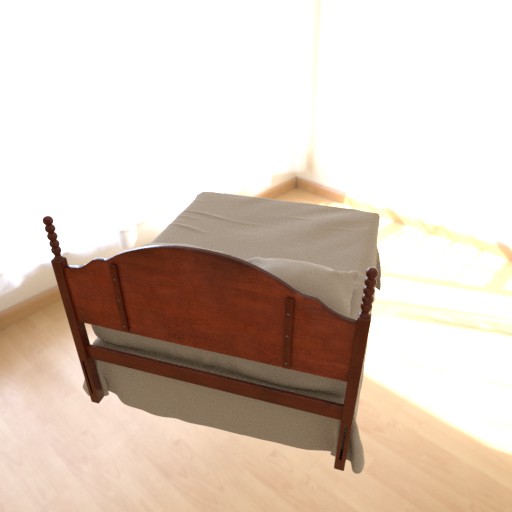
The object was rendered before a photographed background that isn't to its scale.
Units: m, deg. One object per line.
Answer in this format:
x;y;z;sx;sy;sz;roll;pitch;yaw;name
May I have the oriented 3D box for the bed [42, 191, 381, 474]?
0.000;0.000;3.176;1.873;1.356;2.040;9;33;14;bed
